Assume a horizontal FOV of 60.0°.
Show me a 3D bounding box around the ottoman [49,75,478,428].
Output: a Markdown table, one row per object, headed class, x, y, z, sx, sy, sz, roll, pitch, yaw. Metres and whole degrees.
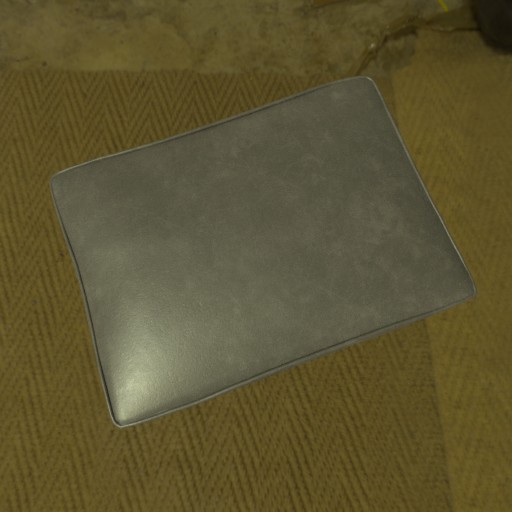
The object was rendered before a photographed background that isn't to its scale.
| class | x | y | z | sx | sy | sz | roll | pitch | yaw |
| --- | --- | --- | --- | --- | --- | --- | --- | --- | --- |
| ottoman | 0.000 | 0.000 | 1.081 | 0.756 | 0.445 | 0.554 | -19 | 76 | -5 |
